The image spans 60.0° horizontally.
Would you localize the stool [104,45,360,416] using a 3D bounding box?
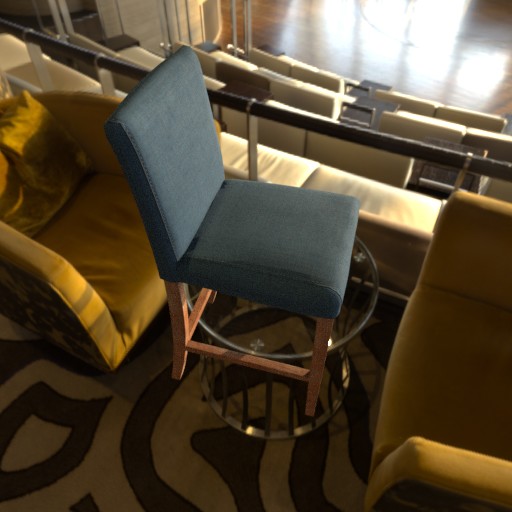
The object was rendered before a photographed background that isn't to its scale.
[{"bbox_3d":[0.000,0.000,1.392,0.574,1.088,0.454,11,47,10],"label":"stool"}]
